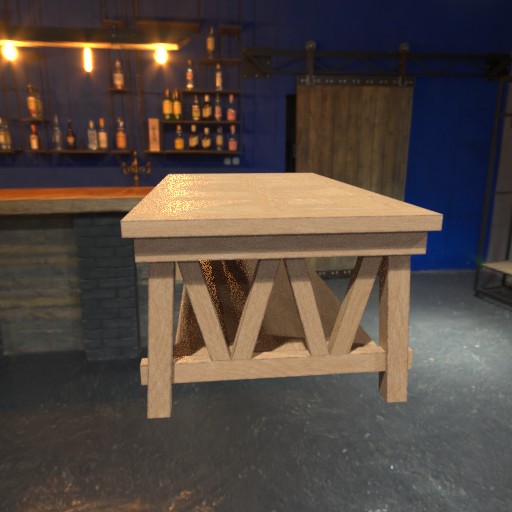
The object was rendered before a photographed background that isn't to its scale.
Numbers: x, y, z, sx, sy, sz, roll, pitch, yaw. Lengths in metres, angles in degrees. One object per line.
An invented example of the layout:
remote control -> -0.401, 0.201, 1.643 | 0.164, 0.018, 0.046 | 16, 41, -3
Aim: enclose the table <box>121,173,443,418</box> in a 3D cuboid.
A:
table -> 0.000, 0.000, 1.640 | 0.711, 0.507, 1.270 | -2, 15, -6
